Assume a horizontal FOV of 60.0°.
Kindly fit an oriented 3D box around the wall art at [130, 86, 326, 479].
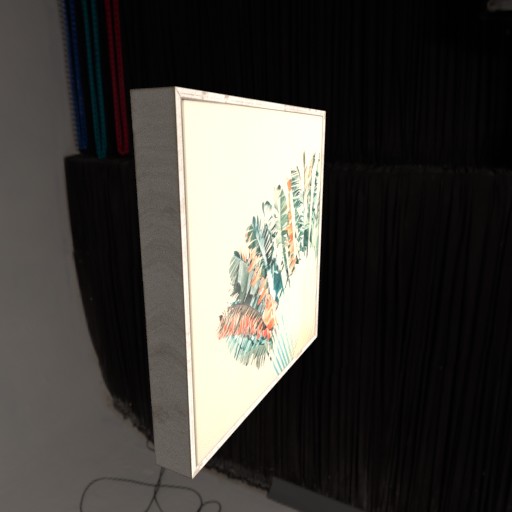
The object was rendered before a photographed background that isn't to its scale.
[{"bbox_3d":[0.000,0.000,0.465,0.038,0.303,0.305,7,17,26],"label":"wall art"}]
